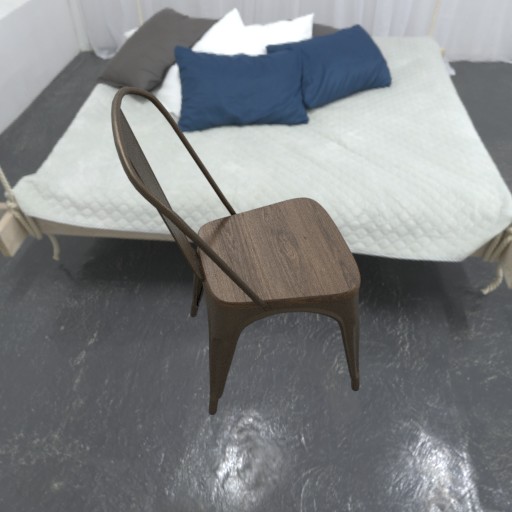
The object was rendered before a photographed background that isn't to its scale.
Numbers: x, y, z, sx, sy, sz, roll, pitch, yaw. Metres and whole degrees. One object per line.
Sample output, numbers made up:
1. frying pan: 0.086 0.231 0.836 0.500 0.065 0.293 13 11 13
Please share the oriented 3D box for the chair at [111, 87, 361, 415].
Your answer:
1. chair: 0.000 0.000 1.133 0.532 0.844 0.451 -10 47 -10
